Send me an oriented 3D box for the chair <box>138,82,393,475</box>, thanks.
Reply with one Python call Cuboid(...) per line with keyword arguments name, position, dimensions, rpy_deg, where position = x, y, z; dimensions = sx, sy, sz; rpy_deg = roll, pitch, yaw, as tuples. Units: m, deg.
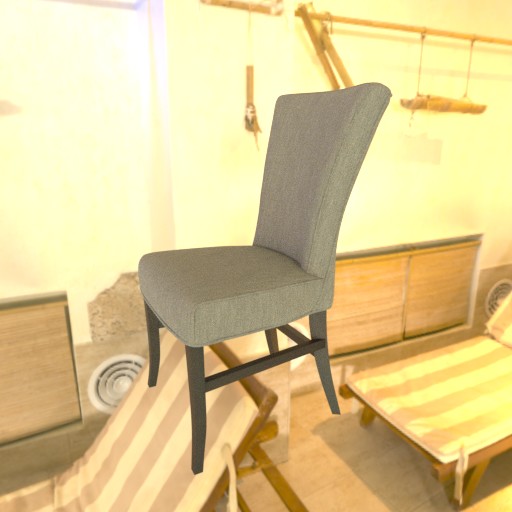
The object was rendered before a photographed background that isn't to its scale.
Cuboid(name="chair", position=(0.000, 0.000, 1.371), dimensions=(0.660, 0.991, 0.520), rpy_deg=(-8, 17, -26))
